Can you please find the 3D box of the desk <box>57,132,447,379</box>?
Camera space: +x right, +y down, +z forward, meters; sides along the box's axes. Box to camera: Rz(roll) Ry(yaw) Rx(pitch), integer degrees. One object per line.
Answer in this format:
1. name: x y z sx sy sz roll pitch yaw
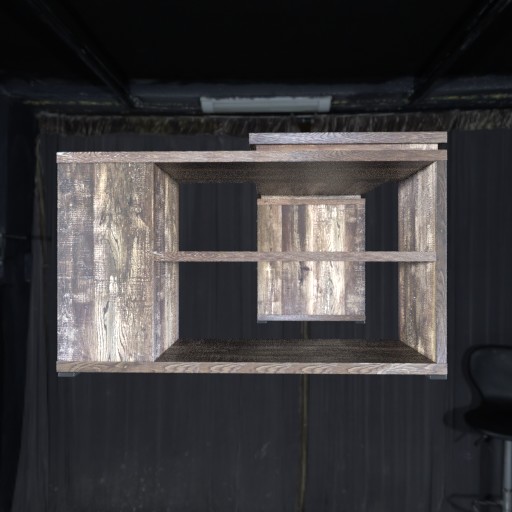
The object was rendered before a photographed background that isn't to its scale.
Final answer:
1. desk: 0.000 0.000 2.124 1.200 0.753 1.524 0 0 1
